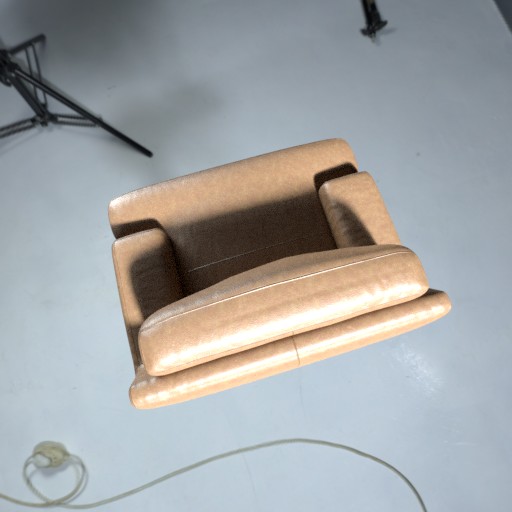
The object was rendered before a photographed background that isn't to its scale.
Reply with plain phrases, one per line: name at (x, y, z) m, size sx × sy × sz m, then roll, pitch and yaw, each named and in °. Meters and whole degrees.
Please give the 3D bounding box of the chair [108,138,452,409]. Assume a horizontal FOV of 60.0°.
chair at (0.000, 0.000, 2.030) m, size 1.276 × 0.978 × 1.050 m, roll -16°, pitch 74°, yaw -5°
